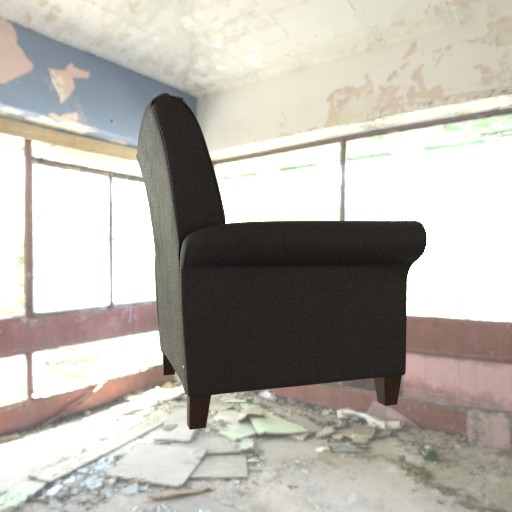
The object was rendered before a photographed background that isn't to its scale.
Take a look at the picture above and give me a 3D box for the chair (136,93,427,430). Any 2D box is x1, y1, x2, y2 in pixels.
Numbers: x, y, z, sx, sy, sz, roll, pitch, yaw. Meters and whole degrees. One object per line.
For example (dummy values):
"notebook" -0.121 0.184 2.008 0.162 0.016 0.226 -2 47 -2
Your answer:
"chair" 0.000 0.000 1.788 0.902 1.061 0.978 0 0 -18
